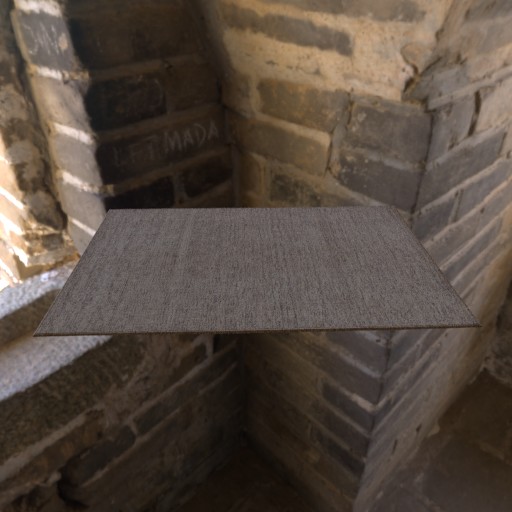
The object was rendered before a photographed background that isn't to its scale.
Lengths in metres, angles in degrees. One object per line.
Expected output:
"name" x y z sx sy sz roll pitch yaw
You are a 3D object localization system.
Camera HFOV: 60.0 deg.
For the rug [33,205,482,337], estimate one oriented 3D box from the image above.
"rug" 0.000 0.000 2.316 1.822 0.018 1.211 -1 31 -1
